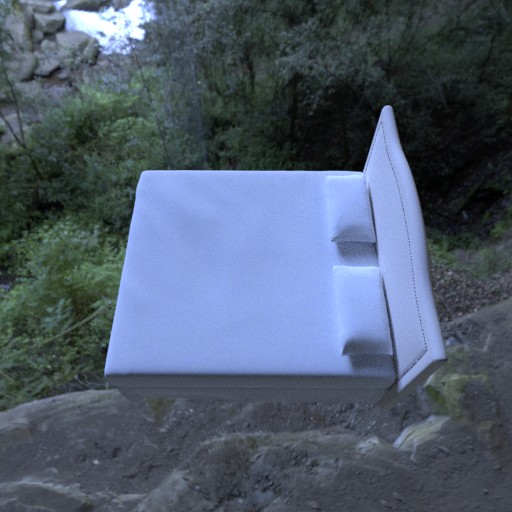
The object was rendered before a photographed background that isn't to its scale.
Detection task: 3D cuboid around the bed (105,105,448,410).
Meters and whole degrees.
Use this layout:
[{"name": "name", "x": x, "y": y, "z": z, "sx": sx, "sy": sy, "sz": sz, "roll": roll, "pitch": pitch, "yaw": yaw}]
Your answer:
[{"name": "bed", "x": 0.000, "y": 0.000, "z": 3.509, "sx": 2.182, "sy": 1.421, "sz": 2.083, "roll": 0, "pitch": 59, "yaw": 0}]
